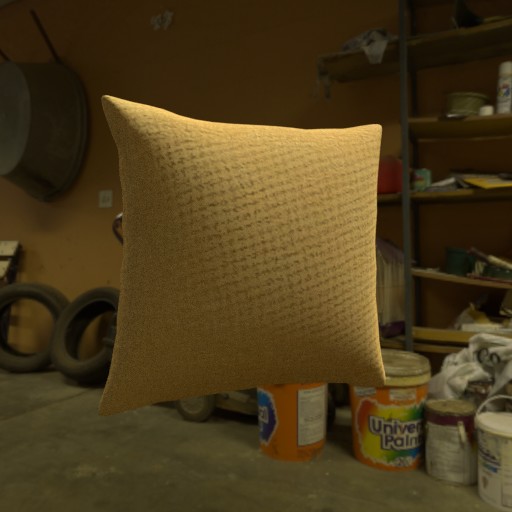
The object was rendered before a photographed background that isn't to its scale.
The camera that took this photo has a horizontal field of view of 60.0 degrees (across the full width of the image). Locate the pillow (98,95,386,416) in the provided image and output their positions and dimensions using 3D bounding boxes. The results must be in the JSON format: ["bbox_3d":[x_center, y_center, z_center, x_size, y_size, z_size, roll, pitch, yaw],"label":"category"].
[{"bbox_3d":[0.000,0.000,0.626,0.419,0.407,0.173,0,-1,-17],"label":"pillow"}]
